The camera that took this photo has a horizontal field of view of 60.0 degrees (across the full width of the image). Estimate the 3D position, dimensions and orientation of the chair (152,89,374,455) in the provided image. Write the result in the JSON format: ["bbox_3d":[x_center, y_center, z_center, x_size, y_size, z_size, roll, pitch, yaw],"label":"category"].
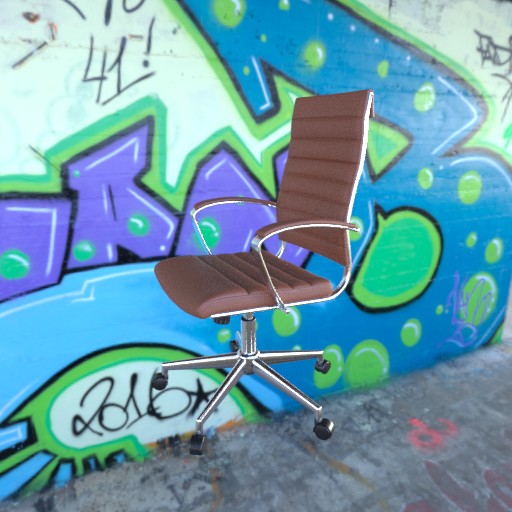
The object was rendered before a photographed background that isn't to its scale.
[{"bbox_3d":[0.000,0.000,1.636,0.739,1.149,0.766,-8,18,-27],"label":"chair"}]
